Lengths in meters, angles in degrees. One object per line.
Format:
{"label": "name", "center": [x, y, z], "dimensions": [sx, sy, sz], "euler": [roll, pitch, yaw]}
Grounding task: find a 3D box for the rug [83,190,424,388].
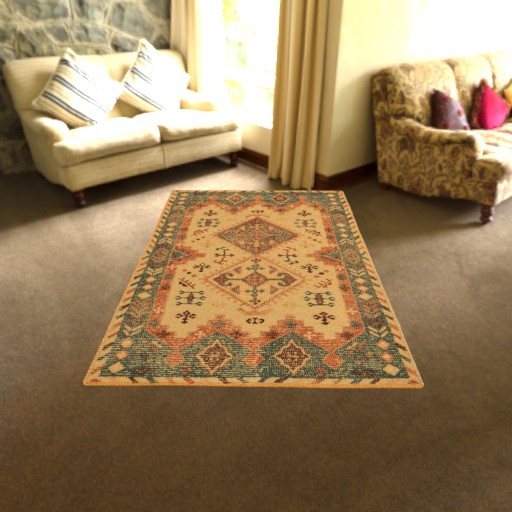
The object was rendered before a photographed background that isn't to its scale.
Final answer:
{"label": "rug", "center": [0.000, 0.000, 2.368], "dimensions": [1.225, 0.015, 1.840], "euler": [0, 30, 1]}
